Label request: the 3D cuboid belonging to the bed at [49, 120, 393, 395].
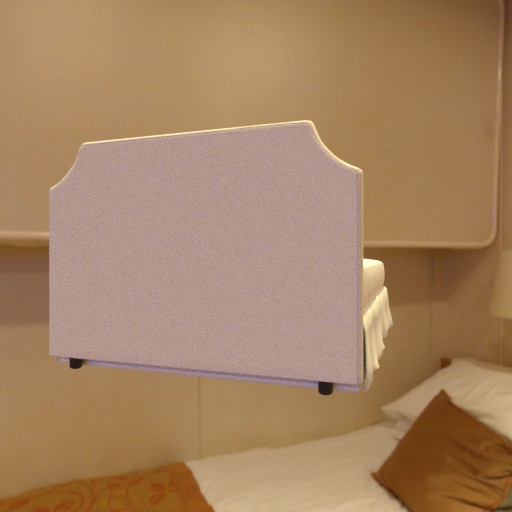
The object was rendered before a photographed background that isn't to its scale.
[{"bbox_3d":[0.000,0.000,4.122,2.350,1.590,2.773,0,0,19],"label":"bed"}]
